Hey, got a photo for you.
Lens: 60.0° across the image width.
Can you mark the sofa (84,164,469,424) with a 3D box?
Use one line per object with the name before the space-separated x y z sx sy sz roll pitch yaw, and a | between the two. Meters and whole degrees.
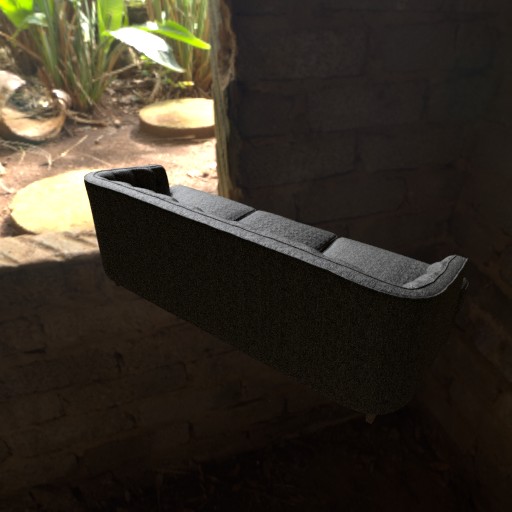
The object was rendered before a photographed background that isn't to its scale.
sofa | 0.000 0.000 2.713 2.278 0.855 0.941 21 38 31
